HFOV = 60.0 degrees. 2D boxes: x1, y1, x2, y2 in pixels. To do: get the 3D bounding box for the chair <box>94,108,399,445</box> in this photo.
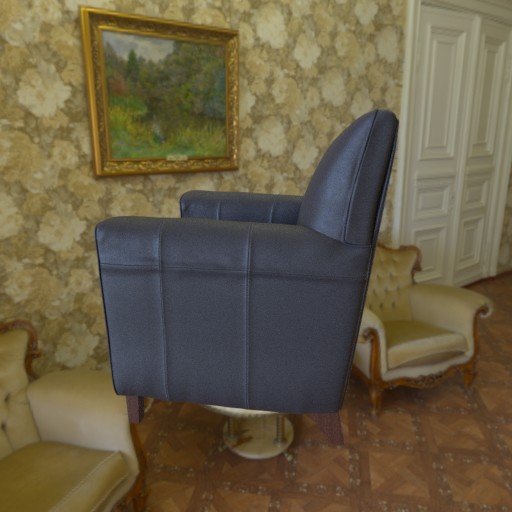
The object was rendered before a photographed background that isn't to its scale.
[{"bbox_3d":[0.000,0.000,1.587,0.825,0.943,0.870,2,14,9],"label":"chair"}]
